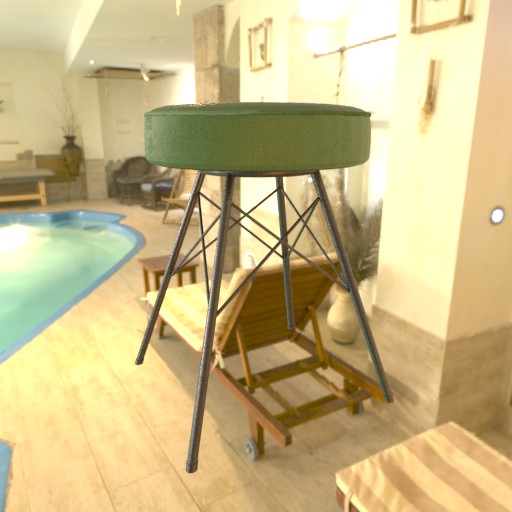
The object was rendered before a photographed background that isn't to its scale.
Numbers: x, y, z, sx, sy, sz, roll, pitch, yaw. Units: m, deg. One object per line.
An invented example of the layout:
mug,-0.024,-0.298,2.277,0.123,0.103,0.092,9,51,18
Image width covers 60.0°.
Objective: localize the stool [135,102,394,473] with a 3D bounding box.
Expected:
stool,0.000,0.000,0.925,0.457,0.595,0.430,-8,18,-26
